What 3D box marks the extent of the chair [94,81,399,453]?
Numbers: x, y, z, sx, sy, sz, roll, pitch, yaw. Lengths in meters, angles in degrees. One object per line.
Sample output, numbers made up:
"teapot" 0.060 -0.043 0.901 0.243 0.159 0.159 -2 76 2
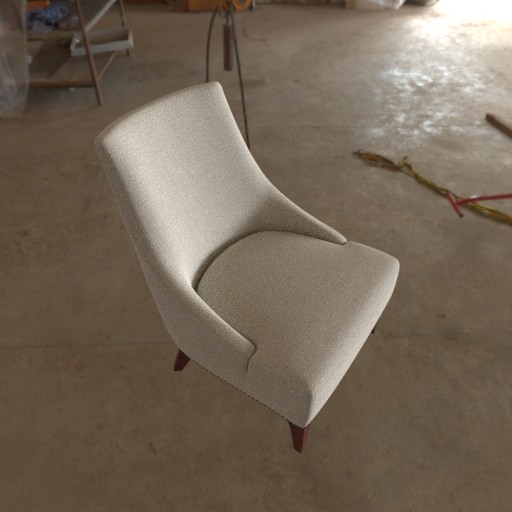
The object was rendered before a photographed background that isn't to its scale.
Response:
"chair" 0.000 0.000 1.538 0.861 0.909 0.701 24 46 25
